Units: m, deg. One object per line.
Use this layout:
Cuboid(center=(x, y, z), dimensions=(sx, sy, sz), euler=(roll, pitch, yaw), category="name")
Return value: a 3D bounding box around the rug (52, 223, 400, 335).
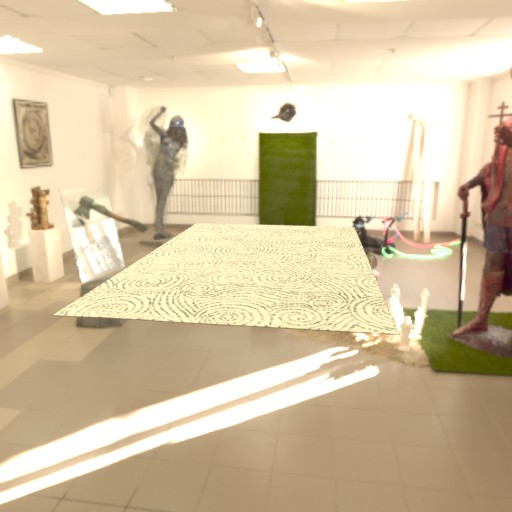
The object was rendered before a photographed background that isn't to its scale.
Cuboid(center=(0.000, 0.000, 3.074), dimensions=(1.524, 0.005, 2.439), euler=(2, 14, 8), category="rug")
